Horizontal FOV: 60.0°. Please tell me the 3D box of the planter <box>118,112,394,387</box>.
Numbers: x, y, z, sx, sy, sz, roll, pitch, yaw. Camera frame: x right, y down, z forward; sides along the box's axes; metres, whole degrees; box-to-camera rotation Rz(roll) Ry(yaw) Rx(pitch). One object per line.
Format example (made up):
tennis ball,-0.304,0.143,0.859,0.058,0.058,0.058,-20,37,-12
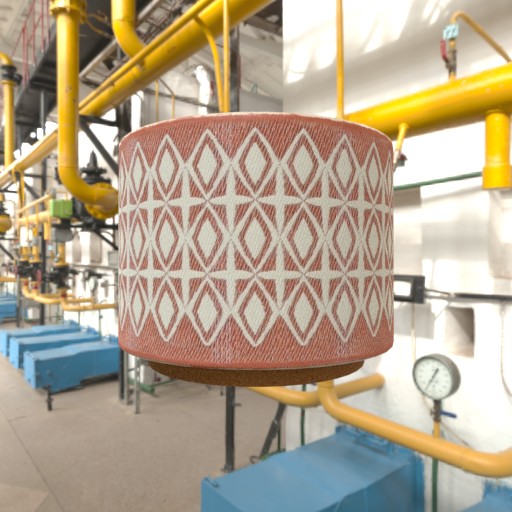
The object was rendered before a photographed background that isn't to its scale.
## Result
planter,0.000,0.000,0.323,0.192,0.148,0.192,0,0,0
